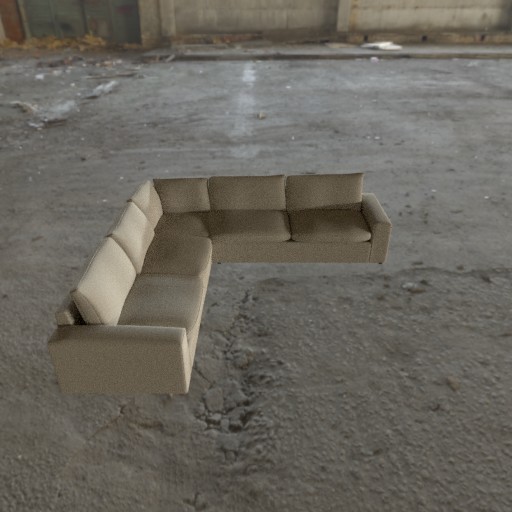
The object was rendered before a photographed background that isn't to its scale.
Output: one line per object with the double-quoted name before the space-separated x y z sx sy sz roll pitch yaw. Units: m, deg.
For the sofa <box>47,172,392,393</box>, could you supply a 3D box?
"sofa" 0.000 0.000 4.761 3.206 0.918 3.066 0 30 0
